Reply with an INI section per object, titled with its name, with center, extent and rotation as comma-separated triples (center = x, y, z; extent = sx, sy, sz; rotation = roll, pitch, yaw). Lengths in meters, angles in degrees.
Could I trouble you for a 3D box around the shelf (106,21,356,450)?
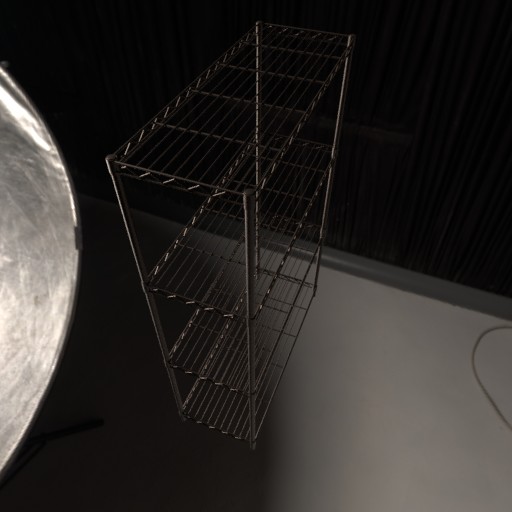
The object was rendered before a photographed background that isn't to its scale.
[shelf]
center = 0.000, 0.000, 1.700
extent = 0.352, 1.361, 0.907
rotation = 16, 49, 15
